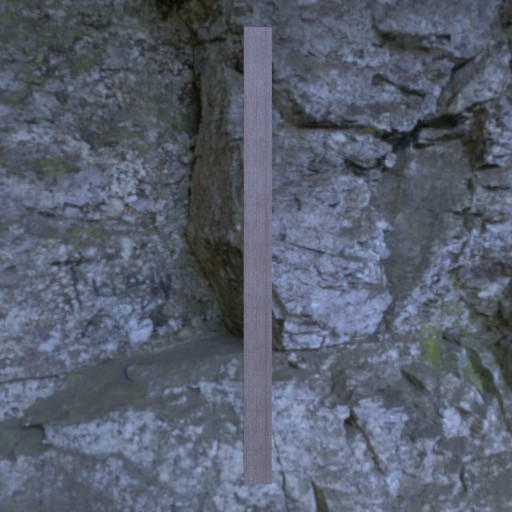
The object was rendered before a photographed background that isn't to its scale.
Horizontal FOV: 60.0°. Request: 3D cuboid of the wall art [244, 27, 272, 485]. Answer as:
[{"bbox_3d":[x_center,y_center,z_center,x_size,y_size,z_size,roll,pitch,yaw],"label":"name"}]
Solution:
[{"bbox_3d":[0.000,0.000,0.670,0.031,0.509,0.356,0,0,-1],"label":"wall art"}]
